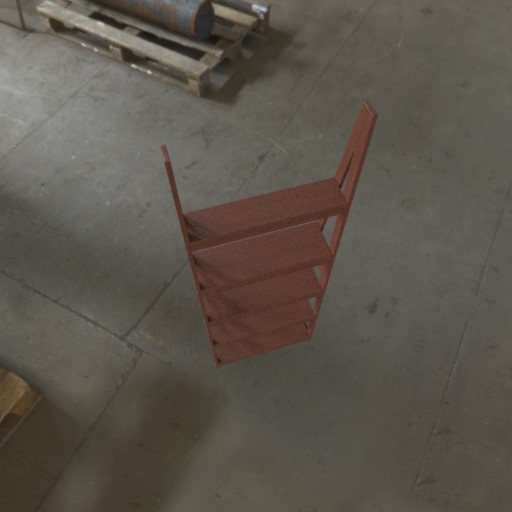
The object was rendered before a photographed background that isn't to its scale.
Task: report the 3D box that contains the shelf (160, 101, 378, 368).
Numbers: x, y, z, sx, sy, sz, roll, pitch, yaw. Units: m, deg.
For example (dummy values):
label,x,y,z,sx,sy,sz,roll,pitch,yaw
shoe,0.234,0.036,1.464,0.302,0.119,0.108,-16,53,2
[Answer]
label,x,y,z,sx,sy,sz,roll,pitch,yaw
shelf,0.000,0.000,2.016,0.600,1.770,0.350,-15,60,-9
